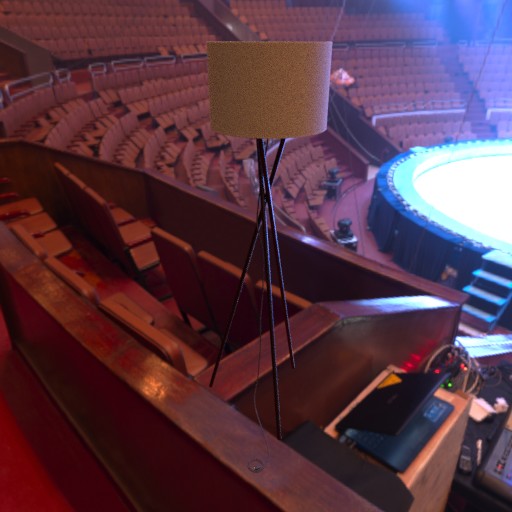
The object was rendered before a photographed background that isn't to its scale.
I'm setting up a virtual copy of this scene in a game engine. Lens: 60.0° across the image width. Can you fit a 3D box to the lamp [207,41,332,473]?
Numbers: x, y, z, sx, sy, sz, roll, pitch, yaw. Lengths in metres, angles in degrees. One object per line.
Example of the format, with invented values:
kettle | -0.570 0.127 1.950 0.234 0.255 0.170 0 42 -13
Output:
lamp | 0.000 0.000 1.865 0.522 1.624 0.667 18 31 33
